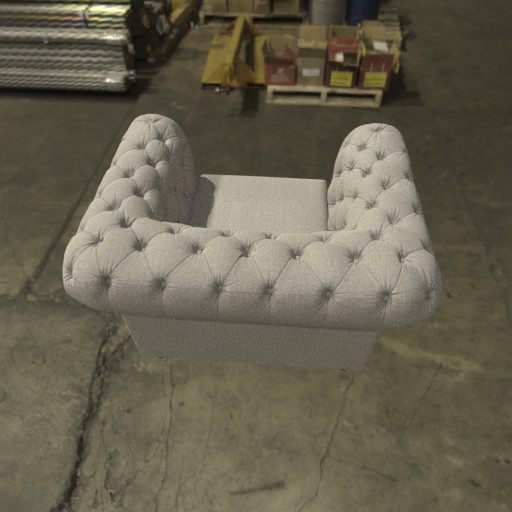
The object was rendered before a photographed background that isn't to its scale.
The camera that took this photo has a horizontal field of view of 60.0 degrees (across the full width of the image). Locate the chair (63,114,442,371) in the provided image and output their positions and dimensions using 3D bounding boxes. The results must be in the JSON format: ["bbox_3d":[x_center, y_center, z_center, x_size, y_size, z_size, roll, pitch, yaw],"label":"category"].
[{"bbox_3d":[0.000,0.000,1.882,1.270,0.770,0.976,3,46,3],"label":"chair"}]
